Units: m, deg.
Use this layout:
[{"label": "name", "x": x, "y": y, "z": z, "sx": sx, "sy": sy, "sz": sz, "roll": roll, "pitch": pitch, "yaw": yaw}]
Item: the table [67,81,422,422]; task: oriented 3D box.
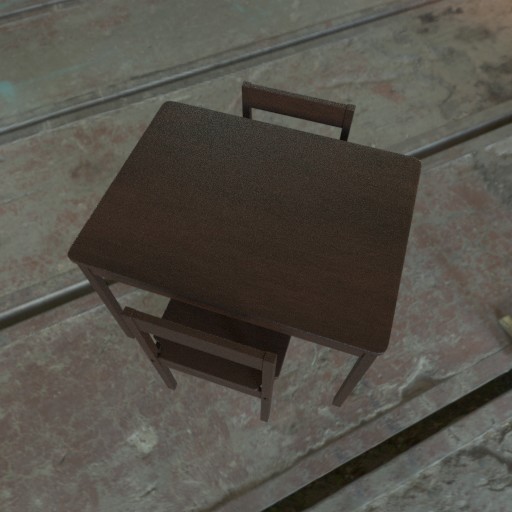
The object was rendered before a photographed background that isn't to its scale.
[{"label": "table", "x": 0.000, "y": 0.000, "z": 1.140, "sx": 0.650, "sy": 0.503, "sz": 0.672, "roll": 16, "pitch": 60, "yaw": 9}]
